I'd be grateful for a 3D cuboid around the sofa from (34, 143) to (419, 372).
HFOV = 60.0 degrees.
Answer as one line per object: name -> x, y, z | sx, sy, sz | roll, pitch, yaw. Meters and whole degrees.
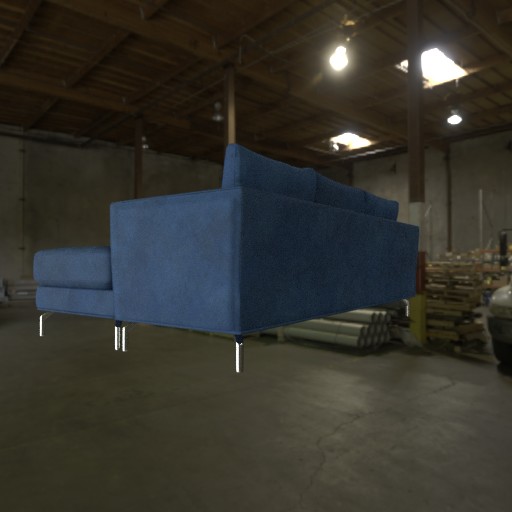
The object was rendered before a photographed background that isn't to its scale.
sofa -> 0.000, 0.000, 3.174 | 1.622, 0.987, 2.438 | -1, -1, 36
